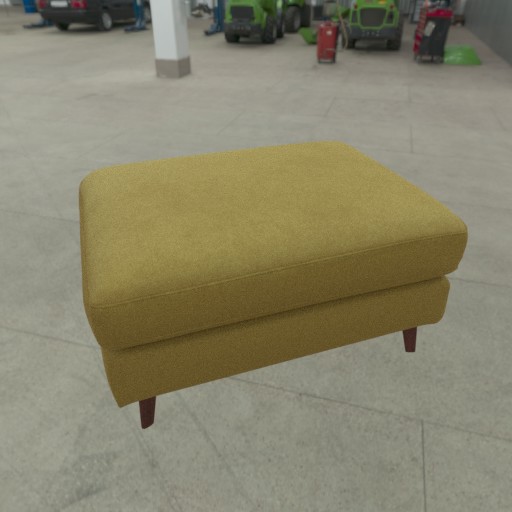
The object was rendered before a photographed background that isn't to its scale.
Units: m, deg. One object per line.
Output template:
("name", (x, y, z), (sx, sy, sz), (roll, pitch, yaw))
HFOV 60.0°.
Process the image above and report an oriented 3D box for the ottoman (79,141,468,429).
("ottoman", (0.000, 0.000, 1.143), (0.811, 0.449, 0.608), (-11, 34, -16))
